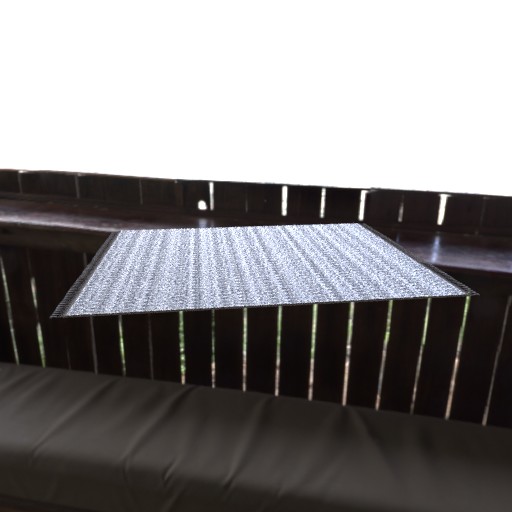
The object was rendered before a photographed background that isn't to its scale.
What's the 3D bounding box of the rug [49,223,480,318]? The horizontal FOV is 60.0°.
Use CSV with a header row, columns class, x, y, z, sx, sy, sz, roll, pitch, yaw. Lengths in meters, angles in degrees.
class,x,y,z,sx,sy,sz,roll,pitch,yaw
rug,0.000,0.000,4.019,2.910,0.013,2.256,-2,17,-7
